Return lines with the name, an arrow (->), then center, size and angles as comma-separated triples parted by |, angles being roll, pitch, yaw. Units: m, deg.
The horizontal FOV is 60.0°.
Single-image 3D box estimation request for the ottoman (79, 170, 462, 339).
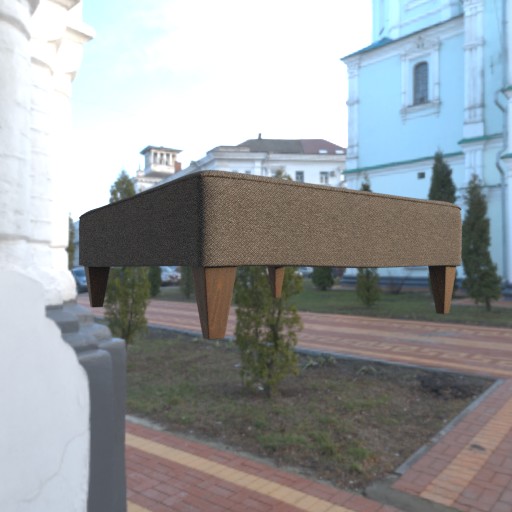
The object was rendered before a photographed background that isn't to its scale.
ottoman -> 0.000, 0.000, 1.549 | 0.970, 0.378, 0.981 | 1, -2, -35
